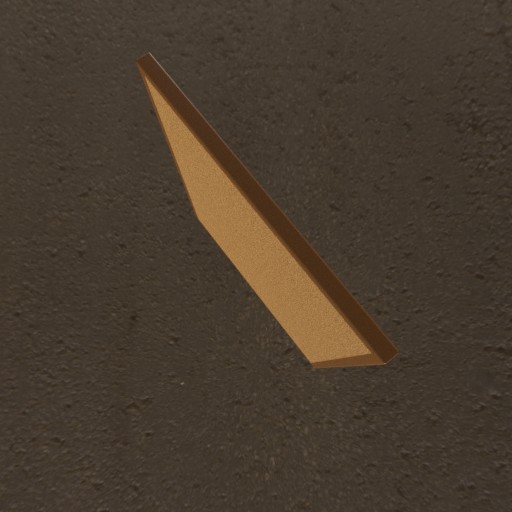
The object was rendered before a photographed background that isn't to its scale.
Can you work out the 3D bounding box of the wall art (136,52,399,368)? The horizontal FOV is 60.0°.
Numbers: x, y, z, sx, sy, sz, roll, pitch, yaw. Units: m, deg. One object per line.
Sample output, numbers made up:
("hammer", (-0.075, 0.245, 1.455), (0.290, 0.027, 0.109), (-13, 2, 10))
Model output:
("wall art", (0.000, 0.000, 0.755), (0.021, 0.550, 0.449), (-37, 78, -9))
